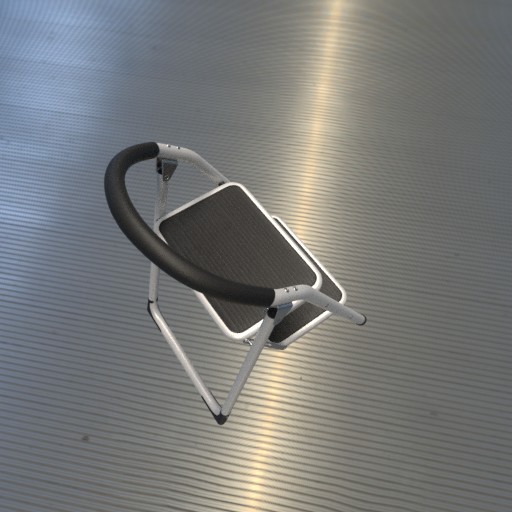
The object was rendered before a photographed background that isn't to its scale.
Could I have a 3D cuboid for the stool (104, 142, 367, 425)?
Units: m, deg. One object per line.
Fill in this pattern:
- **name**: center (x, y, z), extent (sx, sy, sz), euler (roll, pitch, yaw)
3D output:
- **stool**: center (0.000, 0.000, 1.103), extent (0.559, 0.760, 0.453), euler (-31, 64, -17)
